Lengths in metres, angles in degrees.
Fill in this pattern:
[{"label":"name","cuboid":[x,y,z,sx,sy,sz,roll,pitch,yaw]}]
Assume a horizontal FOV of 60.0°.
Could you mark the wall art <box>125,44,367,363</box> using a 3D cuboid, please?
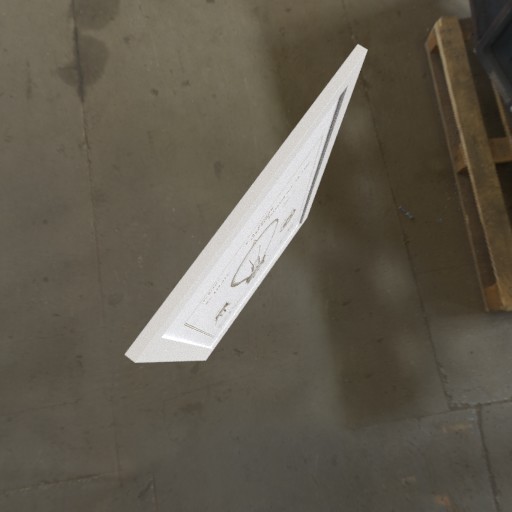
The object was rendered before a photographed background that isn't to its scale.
[{"label":"wall art","cuboid":[0.000,0.000,0.589,0.010,0.474,0.325,34,79,7]}]
